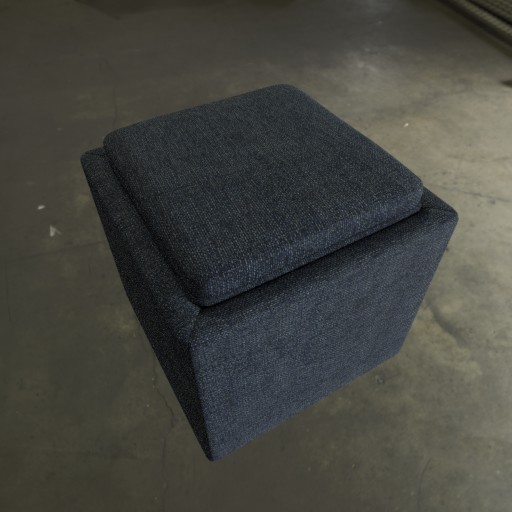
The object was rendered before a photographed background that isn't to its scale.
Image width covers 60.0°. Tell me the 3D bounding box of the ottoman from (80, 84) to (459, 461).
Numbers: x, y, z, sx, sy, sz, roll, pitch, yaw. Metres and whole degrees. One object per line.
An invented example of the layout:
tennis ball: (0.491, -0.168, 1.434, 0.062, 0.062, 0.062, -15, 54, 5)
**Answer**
ottoman: (0.000, 0.000, 0.828, 0.450, 0.460, 0.450, -23, 51, -20)
